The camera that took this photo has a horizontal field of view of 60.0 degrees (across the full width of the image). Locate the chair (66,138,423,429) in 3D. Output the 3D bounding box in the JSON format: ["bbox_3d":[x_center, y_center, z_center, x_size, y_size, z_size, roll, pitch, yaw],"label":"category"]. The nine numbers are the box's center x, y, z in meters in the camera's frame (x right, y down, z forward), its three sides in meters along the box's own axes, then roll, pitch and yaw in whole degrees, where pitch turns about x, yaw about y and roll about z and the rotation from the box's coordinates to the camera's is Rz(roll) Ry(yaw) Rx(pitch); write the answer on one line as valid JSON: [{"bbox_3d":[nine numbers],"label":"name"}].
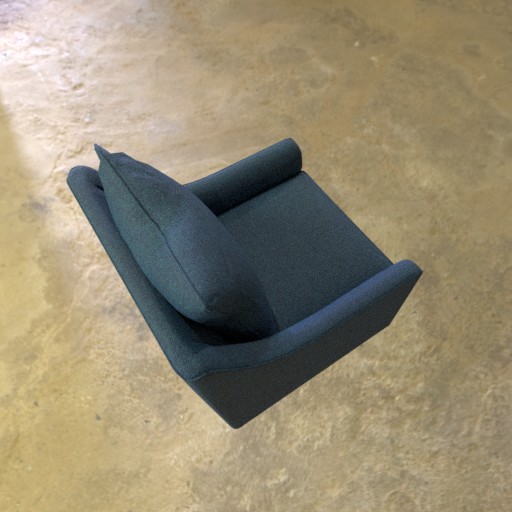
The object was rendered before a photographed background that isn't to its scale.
[{"bbox_3d":[0.000,0.000,1.546,0.870,0.939,0.750,-29,63,-17],"label":"chair"}]
